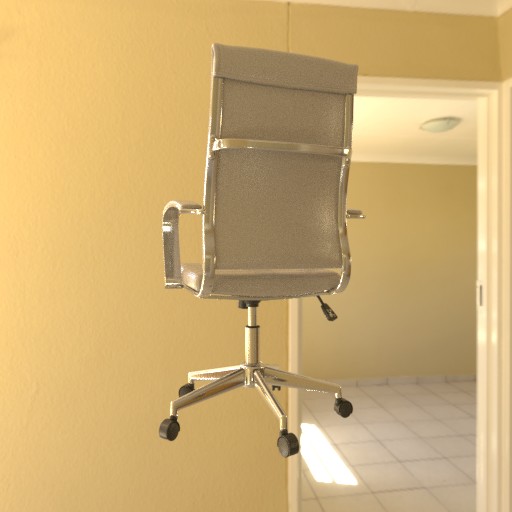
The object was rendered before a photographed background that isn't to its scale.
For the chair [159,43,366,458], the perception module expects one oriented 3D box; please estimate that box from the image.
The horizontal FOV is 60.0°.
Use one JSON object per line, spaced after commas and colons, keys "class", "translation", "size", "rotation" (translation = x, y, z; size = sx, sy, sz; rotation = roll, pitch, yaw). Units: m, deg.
{"class": "chair", "translation": [0.000, 0.000, 1.542], "size": [0.679, 1.149, 0.667], "rotation": [0, 0, -18]}
